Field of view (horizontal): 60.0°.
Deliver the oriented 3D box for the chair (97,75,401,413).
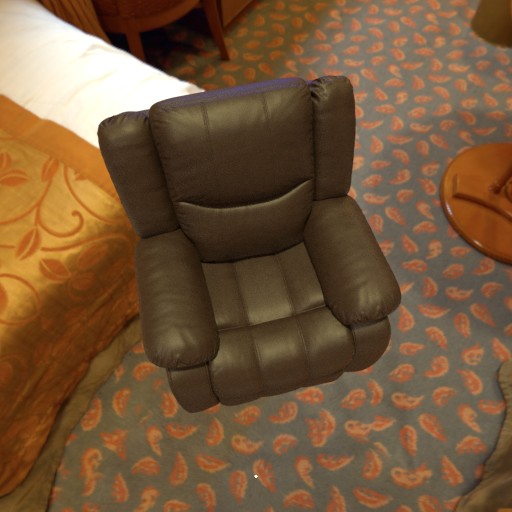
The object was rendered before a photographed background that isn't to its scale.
[{"bbox_3d":[0.000,0.000,1.690,0.899,1.009,0.934,-12,64,-6],"label":"chair"}]
